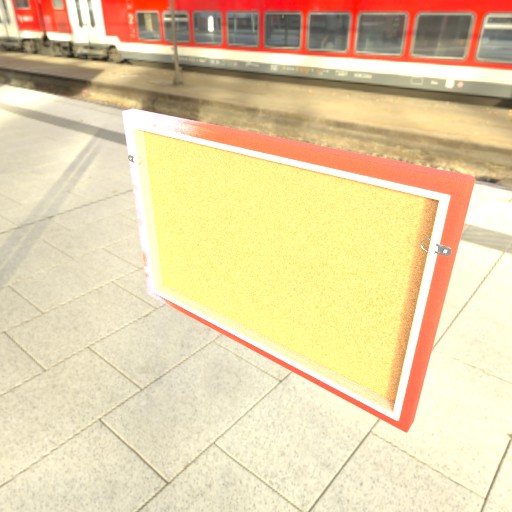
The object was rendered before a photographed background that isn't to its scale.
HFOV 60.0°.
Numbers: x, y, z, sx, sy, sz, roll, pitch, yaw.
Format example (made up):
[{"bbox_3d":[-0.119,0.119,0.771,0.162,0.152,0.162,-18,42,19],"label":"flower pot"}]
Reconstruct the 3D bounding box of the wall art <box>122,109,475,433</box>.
[{"bbox_3d":[0.000,0.000,1.127,0.913,0.609,0.040,21,36,33],"label":"wall art"}]
